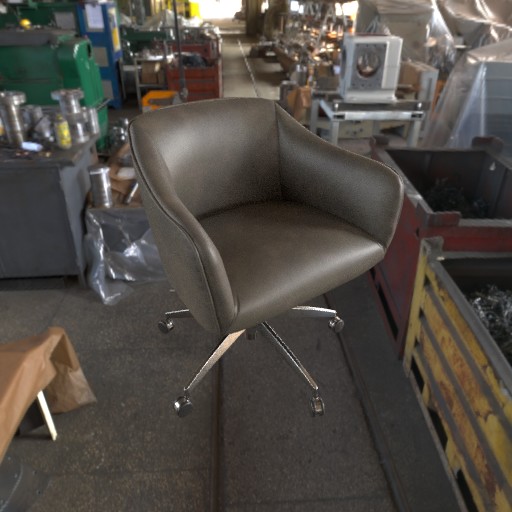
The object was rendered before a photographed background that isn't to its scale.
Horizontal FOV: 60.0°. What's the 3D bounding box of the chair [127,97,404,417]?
[{"bbox_3d":[0.000,0.000,1.373,0.713,0.827,0.689,-21,36,-31],"label":"chair"}]
